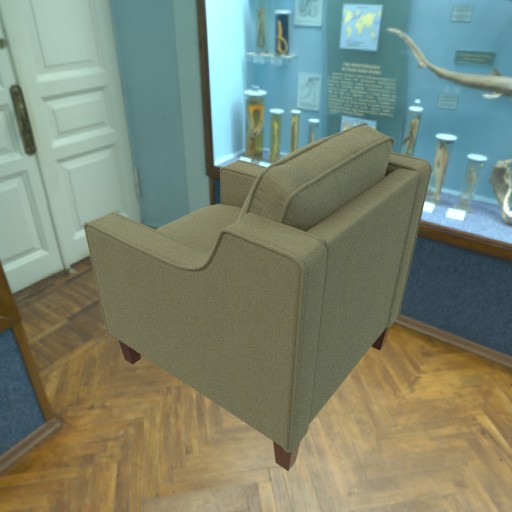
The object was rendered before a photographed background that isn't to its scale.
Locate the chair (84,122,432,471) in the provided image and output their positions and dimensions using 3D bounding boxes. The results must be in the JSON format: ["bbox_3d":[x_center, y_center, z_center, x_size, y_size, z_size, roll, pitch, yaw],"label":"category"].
[{"bbox_3d":[0.000,0.000,1.660,0.909,0.960,0.831,22,37,32],"label":"chair"}]
